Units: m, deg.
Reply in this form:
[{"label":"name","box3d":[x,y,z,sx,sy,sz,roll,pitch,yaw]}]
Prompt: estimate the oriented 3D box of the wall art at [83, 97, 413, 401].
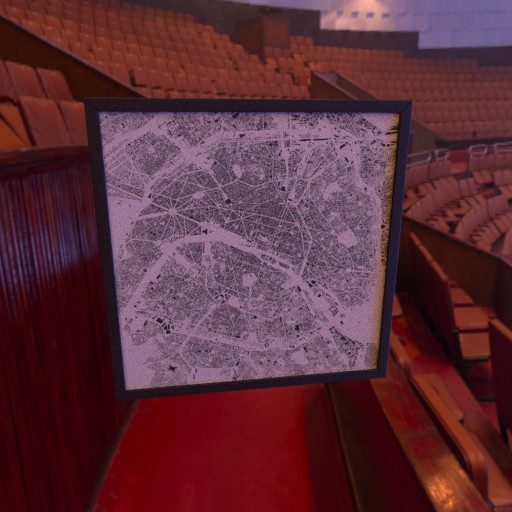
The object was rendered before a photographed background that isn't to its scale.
[{"label":"wall art","box3d":[0.000,0.000,1.142,0.763,0.763,0.037,-3,17,-8]}]
